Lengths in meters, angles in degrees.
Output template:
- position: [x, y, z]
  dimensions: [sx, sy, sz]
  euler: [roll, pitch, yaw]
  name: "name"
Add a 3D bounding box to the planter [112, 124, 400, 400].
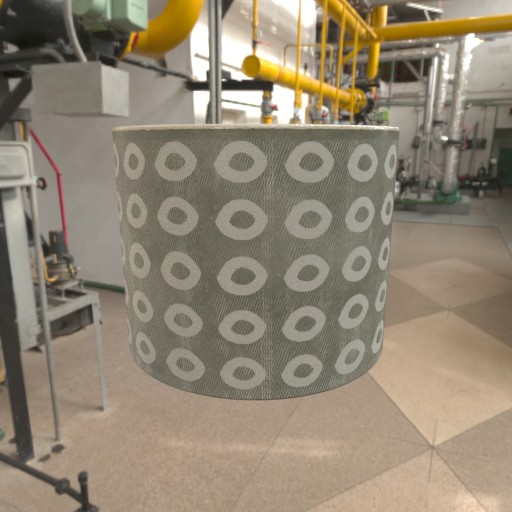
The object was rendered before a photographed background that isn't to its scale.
- position: [0.000, 0.000, 0.329]
  dimensions: [0.190, 0.181, 0.190]
  euler: [0, 15, 0]
  name: "planter"
